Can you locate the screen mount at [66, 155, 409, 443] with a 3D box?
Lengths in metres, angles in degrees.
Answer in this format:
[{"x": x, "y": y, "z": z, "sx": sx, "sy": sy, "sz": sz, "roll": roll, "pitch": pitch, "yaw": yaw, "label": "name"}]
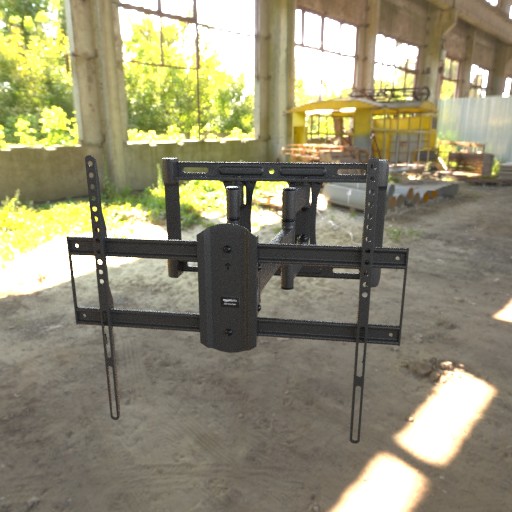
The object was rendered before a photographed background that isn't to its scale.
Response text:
[{"x": 0.000, "y": 0.000, "z": 0.906, "sx": 0.571, "sy": 0.424, "sz": 0.556, "roll": 2, "pitch": 16, "yaw": 8, "label": "screen mount"}]
